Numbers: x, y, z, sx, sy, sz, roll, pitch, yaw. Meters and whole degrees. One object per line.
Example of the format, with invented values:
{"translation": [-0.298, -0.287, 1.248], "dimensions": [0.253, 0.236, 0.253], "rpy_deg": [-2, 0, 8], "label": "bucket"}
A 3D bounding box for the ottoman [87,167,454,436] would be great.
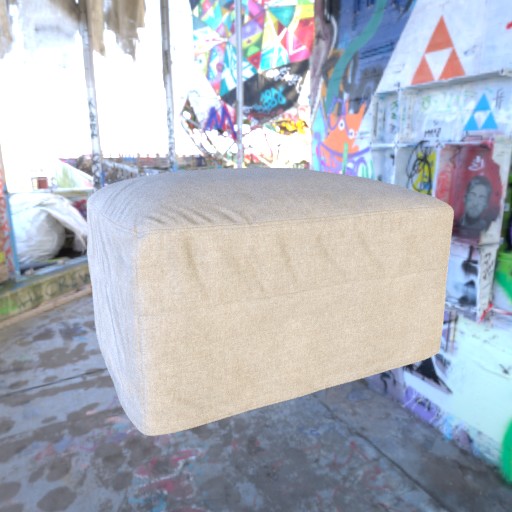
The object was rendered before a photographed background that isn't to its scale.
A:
{"translation": [0.000, 0.000, 1.231], "dimensions": [0.837, 0.481, 0.683], "rpy_deg": [-7, 15, -26], "label": "ottoman"}
